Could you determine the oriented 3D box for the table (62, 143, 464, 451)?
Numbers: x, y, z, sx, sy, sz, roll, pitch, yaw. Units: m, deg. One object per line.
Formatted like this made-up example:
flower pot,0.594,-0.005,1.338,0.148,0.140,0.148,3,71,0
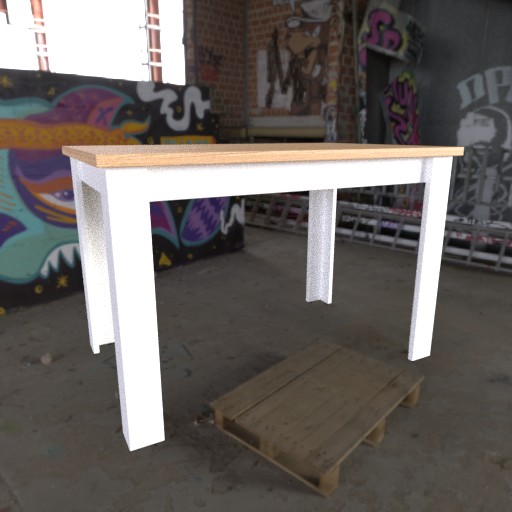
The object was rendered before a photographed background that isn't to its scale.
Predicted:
table,0.000,0.000,1.530,1.100,0.734,0.700,-8,17,-27
